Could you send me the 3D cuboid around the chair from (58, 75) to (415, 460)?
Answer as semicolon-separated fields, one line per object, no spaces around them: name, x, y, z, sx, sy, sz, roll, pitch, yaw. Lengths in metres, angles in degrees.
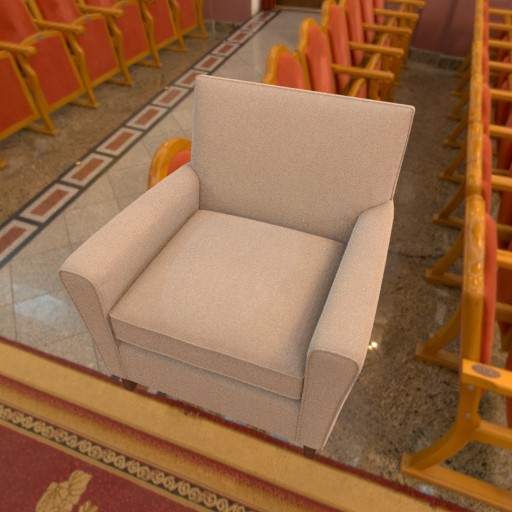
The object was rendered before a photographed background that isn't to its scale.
chair;0.000;0.000;1.501;0.840;0.846;0.871;15;44;15
